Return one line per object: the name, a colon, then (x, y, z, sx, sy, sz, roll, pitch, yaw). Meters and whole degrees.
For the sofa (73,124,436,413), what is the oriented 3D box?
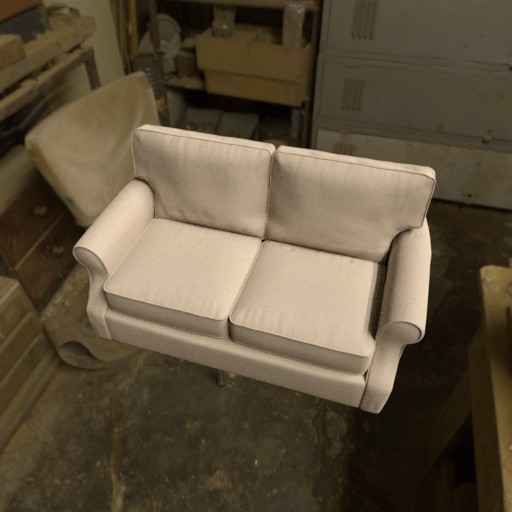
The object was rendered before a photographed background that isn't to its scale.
sofa: (0.000, 0.000, 2.274, 1.665, 0.937, 0.964, 12, 45, 12)
